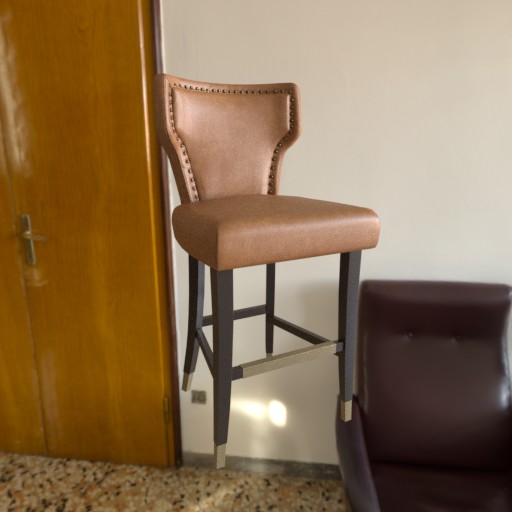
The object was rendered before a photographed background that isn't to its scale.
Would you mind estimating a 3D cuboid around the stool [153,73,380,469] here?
[{"bbox_3d":[0.000,0.000,1.411,0.526,1.092,0.563,-8,17,-27],"label":"stool"}]
